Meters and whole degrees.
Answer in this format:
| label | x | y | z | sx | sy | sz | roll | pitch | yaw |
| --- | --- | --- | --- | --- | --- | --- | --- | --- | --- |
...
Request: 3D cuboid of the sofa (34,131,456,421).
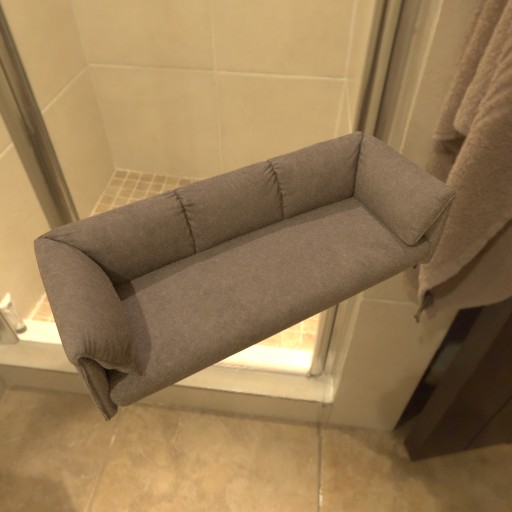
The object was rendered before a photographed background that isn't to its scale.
| label | x | y | z | sx | sy | sz | roll | pitch | yaw |
| --- | --- | --- | --- | --- | --- | --- | --- | --- | --- |
| sofa | 0.000 | 0.000 | 2.655 | 2.238 | 0.758 | 0.899 | -22 | 49 | -21 |
